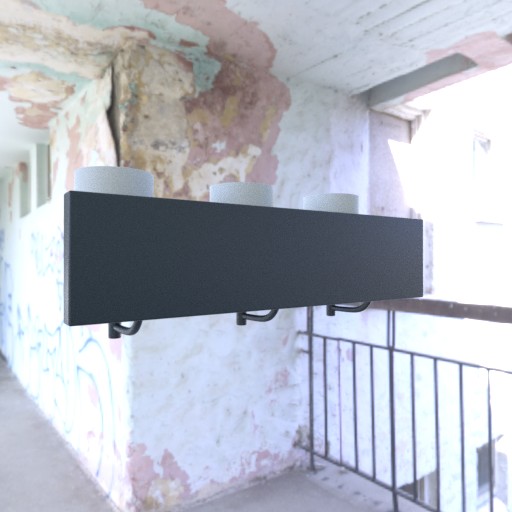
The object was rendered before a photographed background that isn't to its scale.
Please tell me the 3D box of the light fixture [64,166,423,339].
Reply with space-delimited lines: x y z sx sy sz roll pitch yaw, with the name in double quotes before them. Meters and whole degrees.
"light fixture" 0.000 0.000 0.529 0.451 0.172 0.145 0 0 -35
